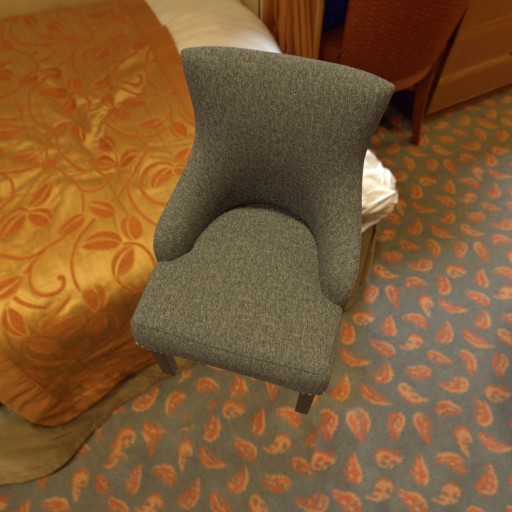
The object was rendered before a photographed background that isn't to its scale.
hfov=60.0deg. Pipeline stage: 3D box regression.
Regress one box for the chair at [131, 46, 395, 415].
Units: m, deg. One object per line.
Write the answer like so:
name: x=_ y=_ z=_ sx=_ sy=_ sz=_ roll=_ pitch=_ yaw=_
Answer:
chair: x=0.000 y=0.000 z=1.271 sx=0.566 sy=0.909 sz=0.629 roll=13 pitch=58 yaw=9
